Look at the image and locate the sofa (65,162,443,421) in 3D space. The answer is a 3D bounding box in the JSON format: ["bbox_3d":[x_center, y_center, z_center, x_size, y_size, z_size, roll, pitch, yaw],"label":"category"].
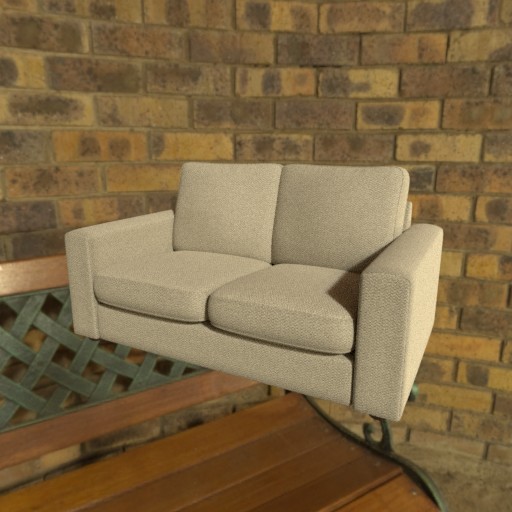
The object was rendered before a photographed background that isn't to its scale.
[{"bbox_3d":[0.000,0.000,2.195,1.616,0.873,1.016,7,16,27],"label":"sofa"}]
